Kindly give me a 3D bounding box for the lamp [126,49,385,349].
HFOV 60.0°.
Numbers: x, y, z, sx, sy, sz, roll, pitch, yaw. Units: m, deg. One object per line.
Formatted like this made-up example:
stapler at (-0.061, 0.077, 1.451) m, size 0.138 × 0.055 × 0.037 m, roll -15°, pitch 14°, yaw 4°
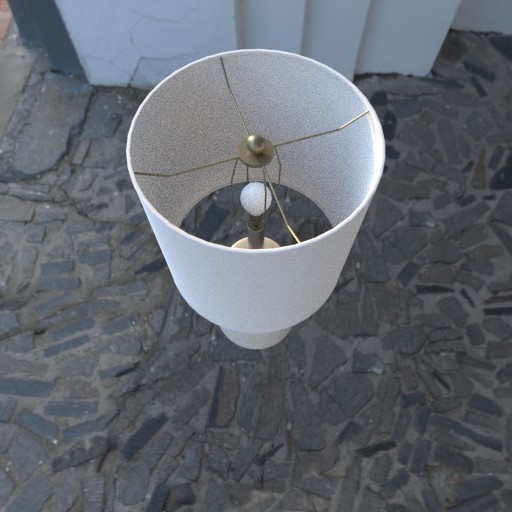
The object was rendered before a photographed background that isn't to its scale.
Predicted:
lamp at (0.000, 0.000, 0.499) m, size 0.188 × 0.392 × 0.188 m, roll 18°, pitch 65°, yaw 9°
